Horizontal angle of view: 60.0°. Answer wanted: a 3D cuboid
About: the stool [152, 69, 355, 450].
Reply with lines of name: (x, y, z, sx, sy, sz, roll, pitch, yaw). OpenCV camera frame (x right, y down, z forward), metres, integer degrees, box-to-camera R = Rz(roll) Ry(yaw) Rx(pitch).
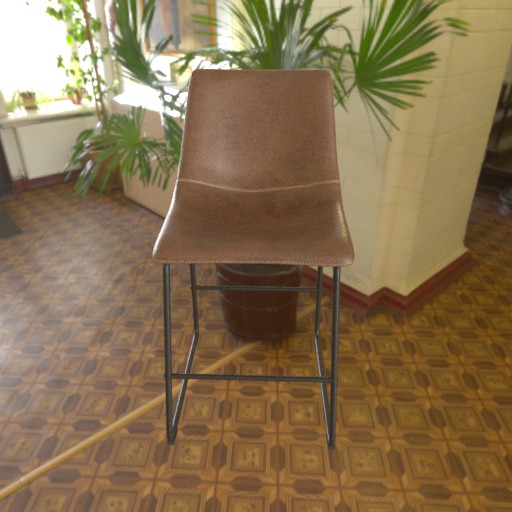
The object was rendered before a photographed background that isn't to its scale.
stool: (0.000, 0.000, 1.207, 0.460, 0.890, 0.550, 1, 29, 2)
